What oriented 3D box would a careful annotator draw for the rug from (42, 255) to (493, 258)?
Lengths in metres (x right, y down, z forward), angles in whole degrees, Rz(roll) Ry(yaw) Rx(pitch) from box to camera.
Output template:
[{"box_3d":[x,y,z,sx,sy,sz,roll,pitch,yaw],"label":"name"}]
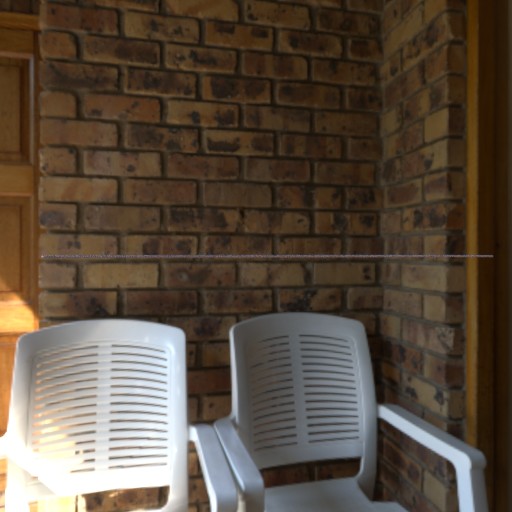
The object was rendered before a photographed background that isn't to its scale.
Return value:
[{"box_3d":[0.000,0.000,2.263,1.829,0.009,1.219,0,0,-18],"label":"rug"}]
